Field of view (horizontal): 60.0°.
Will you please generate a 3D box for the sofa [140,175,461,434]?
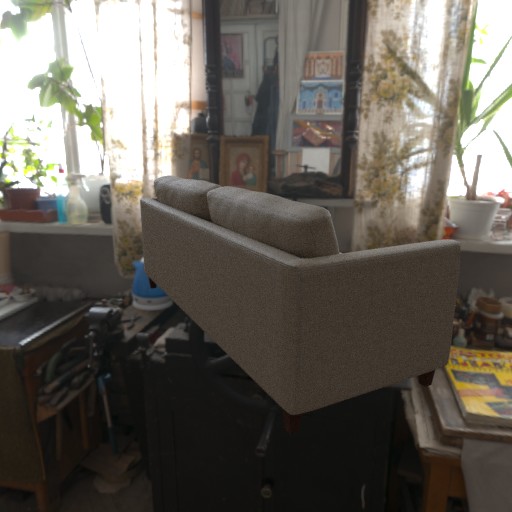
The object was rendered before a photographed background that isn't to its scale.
[{"bbox_3d":[0.000,0.000,2.937,0.951,0.965,2.434,-7,16,-27],"label":"sofa"}]
